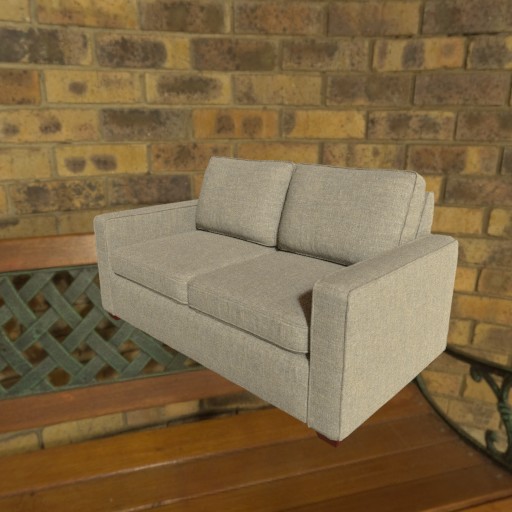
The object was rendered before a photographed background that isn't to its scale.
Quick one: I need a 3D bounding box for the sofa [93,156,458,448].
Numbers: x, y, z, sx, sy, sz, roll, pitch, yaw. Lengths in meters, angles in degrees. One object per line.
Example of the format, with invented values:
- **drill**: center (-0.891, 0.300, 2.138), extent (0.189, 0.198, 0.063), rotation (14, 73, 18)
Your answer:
- **sofa**: center (0.000, 0.000, 2.278), extent (1.706, 0.915, 0.945), rotation (16, 23, 42)
